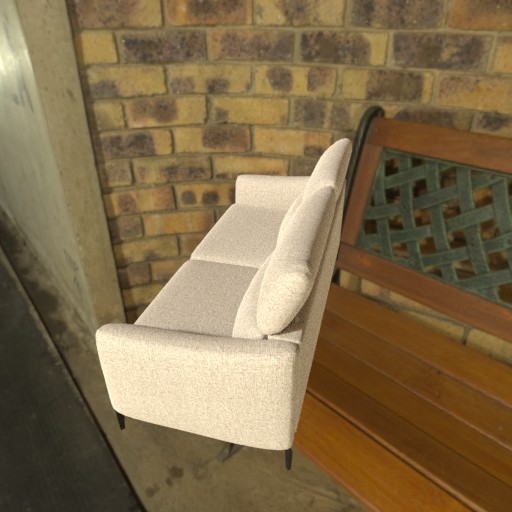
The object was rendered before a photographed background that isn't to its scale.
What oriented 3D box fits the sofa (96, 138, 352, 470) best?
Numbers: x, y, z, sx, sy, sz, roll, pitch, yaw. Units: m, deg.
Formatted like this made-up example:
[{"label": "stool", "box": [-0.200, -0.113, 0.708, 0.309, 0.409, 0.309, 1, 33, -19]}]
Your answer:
[{"label": "sofa", "box": [0.000, 0.000, 2.506, 0.856, 0.956, 2.015, 8, 30, 13]}]
